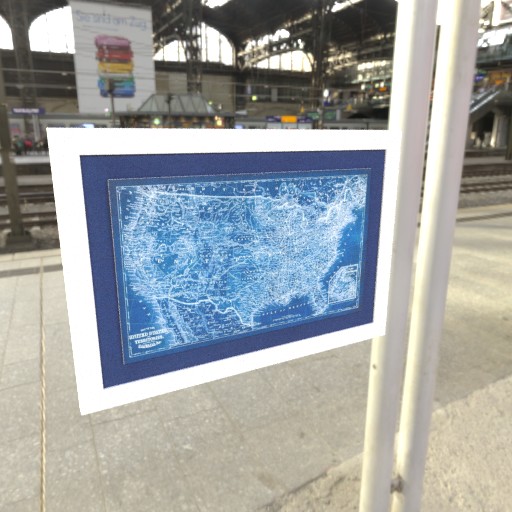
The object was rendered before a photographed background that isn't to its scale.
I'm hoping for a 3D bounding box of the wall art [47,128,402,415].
[{"bbox_3d":[0.000,0.000,1.641,1.308,0.902,0.051,-8,17,-27],"label":"wall art"}]
